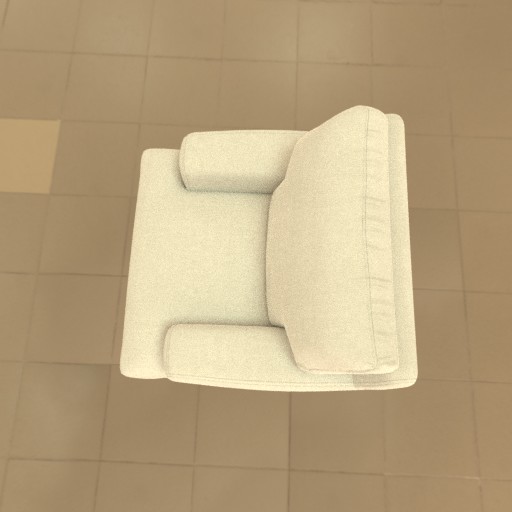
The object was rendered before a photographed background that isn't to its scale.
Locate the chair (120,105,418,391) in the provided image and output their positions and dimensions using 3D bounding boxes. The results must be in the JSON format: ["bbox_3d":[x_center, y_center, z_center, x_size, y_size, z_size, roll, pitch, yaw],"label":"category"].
[{"bbox_3d":[0.000,0.000,1.966,1.158,0.930,1.140,2,76,0],"label":"chair"}]
